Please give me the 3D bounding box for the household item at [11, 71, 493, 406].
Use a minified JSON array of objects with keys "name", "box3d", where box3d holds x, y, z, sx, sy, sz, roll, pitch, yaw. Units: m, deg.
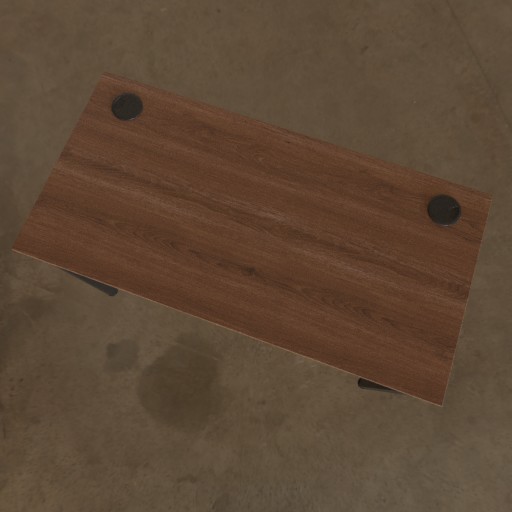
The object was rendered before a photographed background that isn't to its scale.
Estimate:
[{"name":"household item","box3d":[0.000,0.000,1.583,1.200,0.750,0.600,19,76,5]}]
